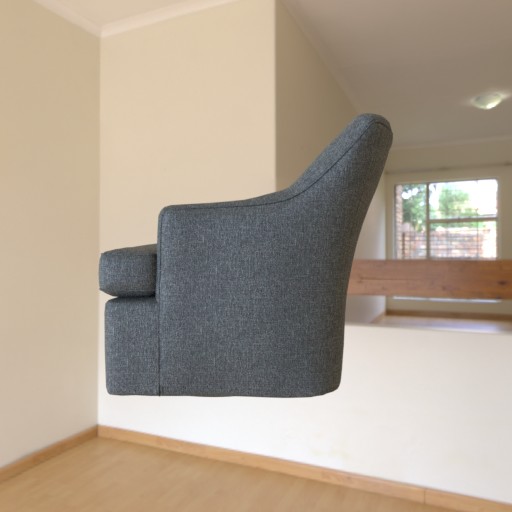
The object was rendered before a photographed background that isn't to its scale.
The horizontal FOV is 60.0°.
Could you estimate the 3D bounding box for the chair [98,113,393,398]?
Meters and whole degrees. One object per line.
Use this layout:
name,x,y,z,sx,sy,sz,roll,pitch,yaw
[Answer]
chair,0.000,0.000,1.635,0.923,0.856,0.864,0,0,0
